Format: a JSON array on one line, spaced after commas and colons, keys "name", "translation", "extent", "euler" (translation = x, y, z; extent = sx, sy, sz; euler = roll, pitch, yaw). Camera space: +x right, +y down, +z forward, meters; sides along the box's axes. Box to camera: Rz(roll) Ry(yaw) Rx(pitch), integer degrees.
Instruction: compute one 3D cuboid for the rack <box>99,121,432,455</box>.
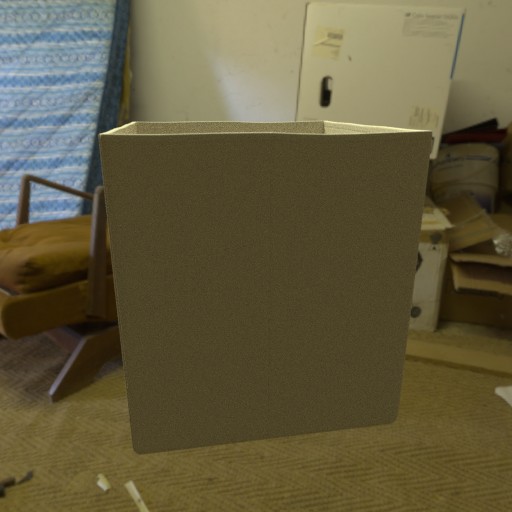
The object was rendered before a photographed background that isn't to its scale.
[{"name": "rack", "translation": [0.000, 0.000, 0.494], "extent": [0.270, 0.280, 0.270], "euler": [-3, 19, -9]}]
